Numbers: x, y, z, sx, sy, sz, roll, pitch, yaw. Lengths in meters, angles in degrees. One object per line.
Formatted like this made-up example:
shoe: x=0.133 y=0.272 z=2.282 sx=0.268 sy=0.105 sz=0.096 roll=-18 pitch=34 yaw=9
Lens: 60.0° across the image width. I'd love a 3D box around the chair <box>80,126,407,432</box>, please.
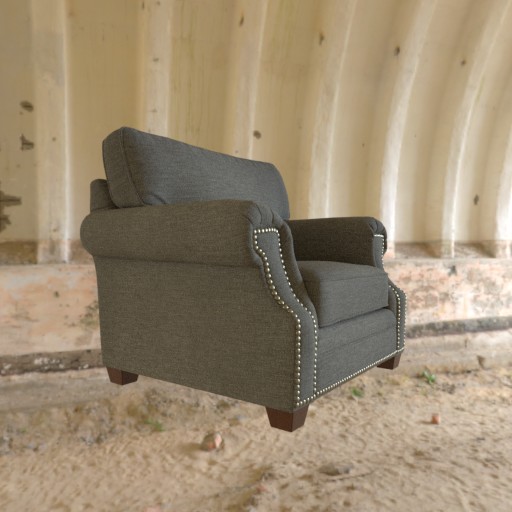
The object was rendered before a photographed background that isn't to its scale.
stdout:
chair: x=0.000 y=0.000 z=1.828 sx=0.965 sy=0.961 sz=1.092 roll=0 pitch=1 yaw=36
